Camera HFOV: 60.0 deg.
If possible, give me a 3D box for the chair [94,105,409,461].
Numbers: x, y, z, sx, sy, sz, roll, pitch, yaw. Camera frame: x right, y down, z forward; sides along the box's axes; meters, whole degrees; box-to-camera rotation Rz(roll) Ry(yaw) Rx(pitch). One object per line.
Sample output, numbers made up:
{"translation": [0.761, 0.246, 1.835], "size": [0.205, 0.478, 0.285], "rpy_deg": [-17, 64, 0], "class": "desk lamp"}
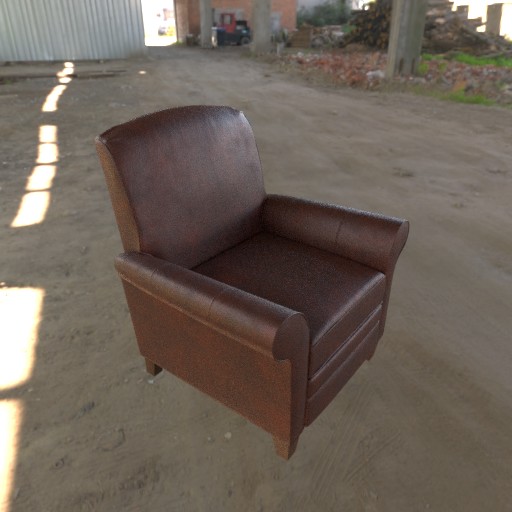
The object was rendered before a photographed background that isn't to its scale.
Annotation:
{"translation": [0.000, 0.000, 1.771], "size": [0.902, 1.061, 0.978], "rpy_deg": [19, 33, 33], "class": "chair"}
